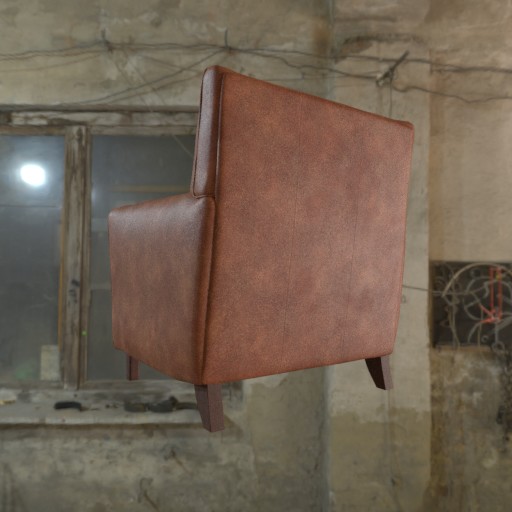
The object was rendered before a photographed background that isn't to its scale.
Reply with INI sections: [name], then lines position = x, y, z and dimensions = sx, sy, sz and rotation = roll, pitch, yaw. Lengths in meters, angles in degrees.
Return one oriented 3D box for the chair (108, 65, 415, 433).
[chair]
position = 0.000, 0.000, 1.632
dimensions = 0.870, 0.943, 0.823
rotation = 1, -2, -35
